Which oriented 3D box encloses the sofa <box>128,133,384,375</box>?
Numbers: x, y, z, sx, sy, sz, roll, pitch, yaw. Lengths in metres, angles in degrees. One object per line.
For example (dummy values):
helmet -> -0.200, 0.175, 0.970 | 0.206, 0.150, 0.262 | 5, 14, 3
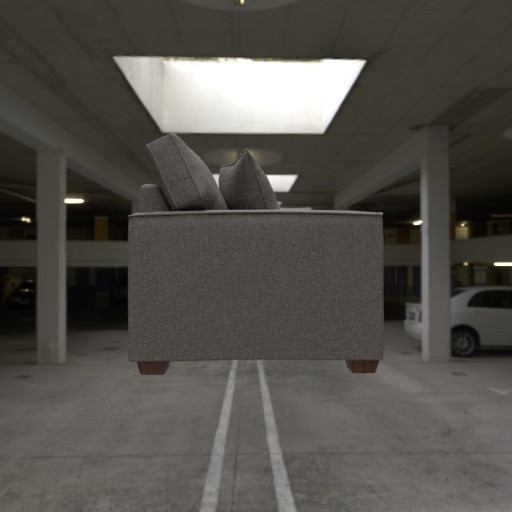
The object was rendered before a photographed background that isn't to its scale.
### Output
sofa -> 0.000, 0.000, 2.870 | 1.061, 0.962, 2.317 | 0, -1, -1
